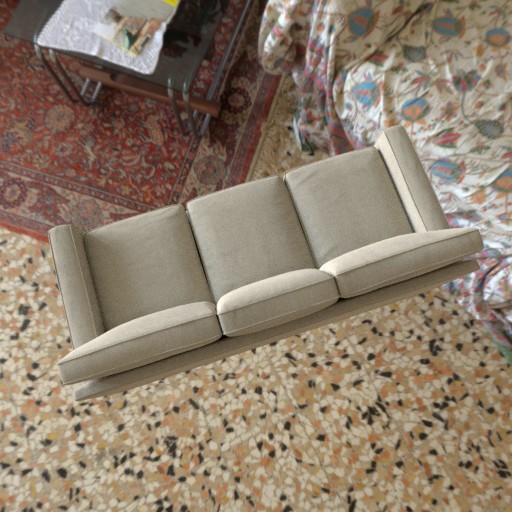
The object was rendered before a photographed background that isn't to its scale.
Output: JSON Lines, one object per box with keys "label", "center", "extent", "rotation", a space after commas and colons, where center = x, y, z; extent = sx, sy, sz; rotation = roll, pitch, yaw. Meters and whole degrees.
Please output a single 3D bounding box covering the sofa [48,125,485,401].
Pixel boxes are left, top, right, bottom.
{"label": "sofa", "center": [0.000, 0.000, 2.483], "extent": [2.093, 0.862, 0.936], "rotation": [-17, 77, -4]}
